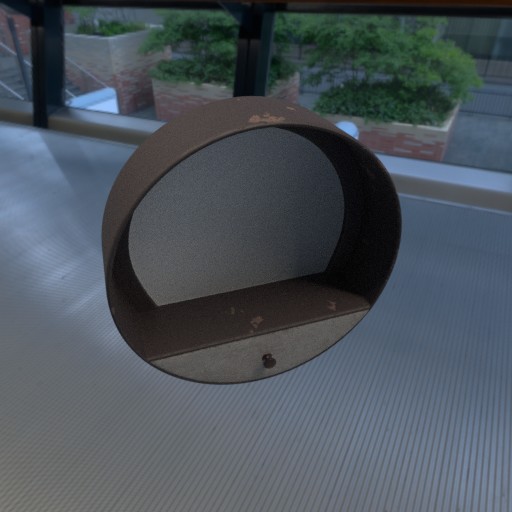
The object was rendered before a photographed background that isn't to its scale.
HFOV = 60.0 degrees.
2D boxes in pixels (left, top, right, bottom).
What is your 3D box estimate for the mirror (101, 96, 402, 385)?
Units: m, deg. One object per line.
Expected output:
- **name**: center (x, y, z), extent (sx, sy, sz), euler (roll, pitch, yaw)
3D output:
- **mirror**: center (0.000, 0.000, 0.592), extent (0.386, 0.386, 0.126), euler (-11, 35, -15)
